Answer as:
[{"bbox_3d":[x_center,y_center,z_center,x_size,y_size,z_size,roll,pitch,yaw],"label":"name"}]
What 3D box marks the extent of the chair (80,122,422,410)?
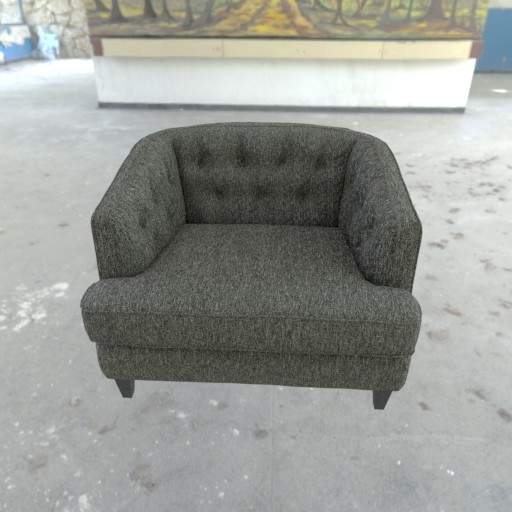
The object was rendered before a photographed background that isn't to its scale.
[{"bbox_3d":[0.000,0.000,1.772,1.104,0.852,0.941,2,29,3],"label":"chair"}]
